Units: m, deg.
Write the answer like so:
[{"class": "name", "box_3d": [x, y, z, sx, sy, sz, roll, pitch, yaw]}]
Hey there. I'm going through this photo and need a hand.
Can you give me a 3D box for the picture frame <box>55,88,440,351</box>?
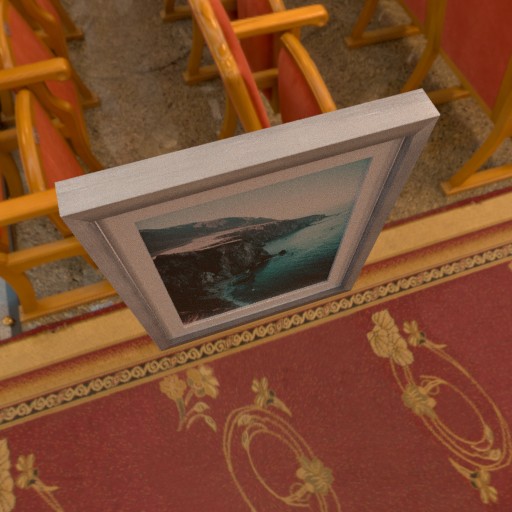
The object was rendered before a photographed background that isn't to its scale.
[{"class": "picture frame", "box_3d": [0.000, 0.000, 0.755, 0.449, 0.555, 0.046, -17, 65, -8]}]
